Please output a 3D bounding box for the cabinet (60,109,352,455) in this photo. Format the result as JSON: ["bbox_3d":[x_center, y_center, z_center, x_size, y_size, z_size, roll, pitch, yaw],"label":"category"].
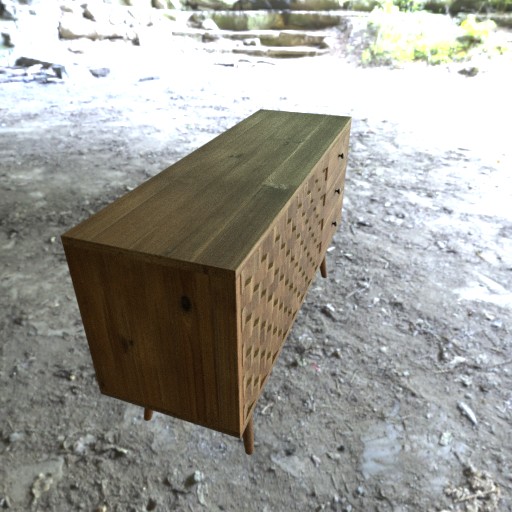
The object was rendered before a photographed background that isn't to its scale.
[{"bbox_3d":[0.000,0.000,1.746,0.472,0.800,1.400,11,32,17],"label":"cabinet"}]
